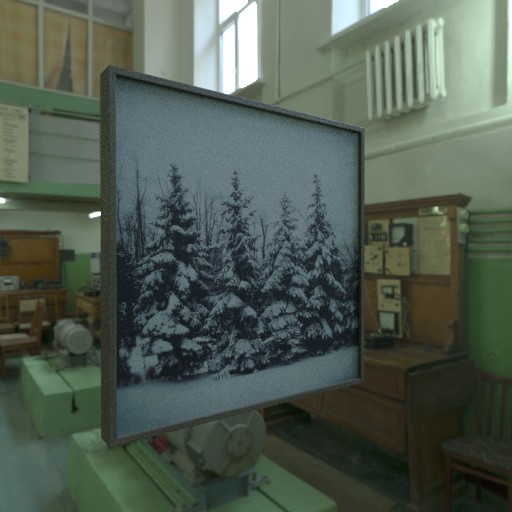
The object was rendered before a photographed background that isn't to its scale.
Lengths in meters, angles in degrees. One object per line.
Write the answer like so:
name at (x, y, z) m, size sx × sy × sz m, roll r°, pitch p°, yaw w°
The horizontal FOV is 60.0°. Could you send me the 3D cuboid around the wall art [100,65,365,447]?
wall art at (0.000, 0.000, 0.751) m, size 0.507 × 0.507 × 0.037 m, roll 0°, pitch 1°, yaw -36°
